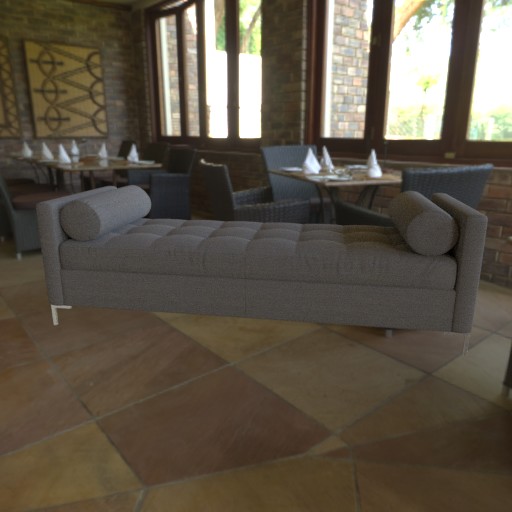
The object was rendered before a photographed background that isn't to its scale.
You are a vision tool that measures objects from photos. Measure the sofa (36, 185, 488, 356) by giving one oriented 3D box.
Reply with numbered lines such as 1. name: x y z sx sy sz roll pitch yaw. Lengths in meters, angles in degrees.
1. sofa: 0.000 0.000 2.308 1.981 0.635 0.686 3 16 9
